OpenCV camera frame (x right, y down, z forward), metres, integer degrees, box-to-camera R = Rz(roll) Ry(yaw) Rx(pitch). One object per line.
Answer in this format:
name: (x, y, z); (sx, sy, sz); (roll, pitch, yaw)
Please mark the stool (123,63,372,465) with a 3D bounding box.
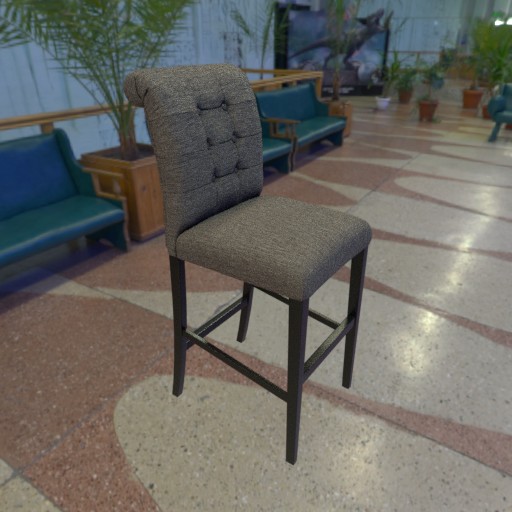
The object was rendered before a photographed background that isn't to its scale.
stool: (0.000, 0.000, 1.449); (0.613, 1.131, 0.452); (17, 31, 31)
